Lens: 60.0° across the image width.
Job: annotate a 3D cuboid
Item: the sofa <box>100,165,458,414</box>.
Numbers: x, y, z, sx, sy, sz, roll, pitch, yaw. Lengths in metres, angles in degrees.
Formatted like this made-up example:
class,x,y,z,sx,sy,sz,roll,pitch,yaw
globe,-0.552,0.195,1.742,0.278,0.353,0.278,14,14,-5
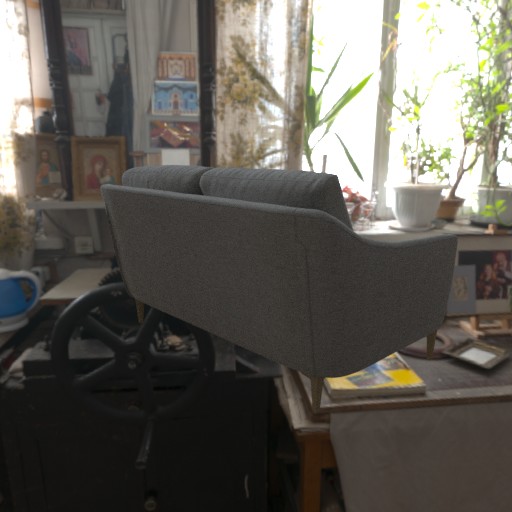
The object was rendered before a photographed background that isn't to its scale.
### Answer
class,x,y,z,sx,sy,sz,roll,pitch,yaw
sofa,0.000,0.000,2.225,1.619,0.904,0.960,13,19,43
